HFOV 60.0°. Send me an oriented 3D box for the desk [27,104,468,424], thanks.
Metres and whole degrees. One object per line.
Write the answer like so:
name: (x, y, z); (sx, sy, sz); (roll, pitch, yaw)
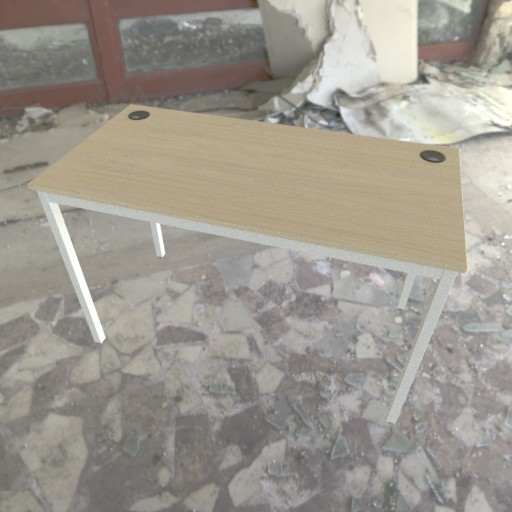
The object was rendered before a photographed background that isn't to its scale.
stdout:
desk: (0.000, 0.000, 1.608); (1.200, 0.750, 0.600); (12, 43, 13)
